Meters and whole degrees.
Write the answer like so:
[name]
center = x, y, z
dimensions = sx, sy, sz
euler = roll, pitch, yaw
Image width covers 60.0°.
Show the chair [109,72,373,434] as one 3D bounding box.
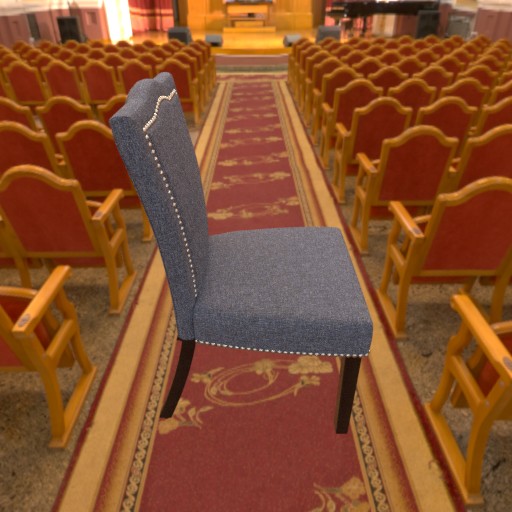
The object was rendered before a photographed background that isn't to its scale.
[chair]
center = 0.000, 0.000, 1.263
dimensions = 0.589, 0.946, 0.518
euler = 0, 31, 0
